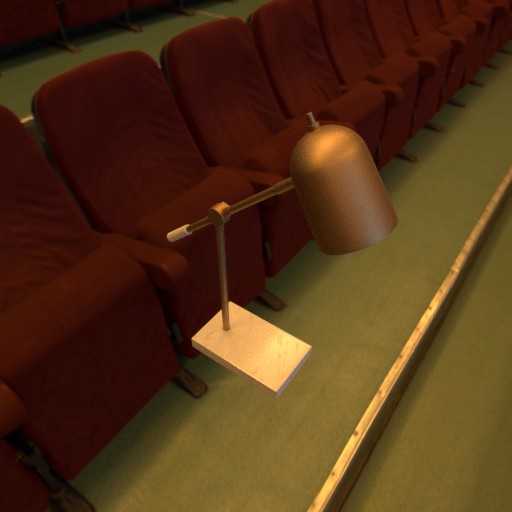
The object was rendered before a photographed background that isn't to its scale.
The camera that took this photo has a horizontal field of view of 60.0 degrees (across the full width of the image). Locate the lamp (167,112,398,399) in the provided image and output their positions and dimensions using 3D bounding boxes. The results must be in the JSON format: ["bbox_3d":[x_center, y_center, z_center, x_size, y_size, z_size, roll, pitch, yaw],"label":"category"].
[{"bbox_3d":[0.000,0.000,0.829,0.471,0.603,0.144,26,48,26],"label":"lamp"}]
